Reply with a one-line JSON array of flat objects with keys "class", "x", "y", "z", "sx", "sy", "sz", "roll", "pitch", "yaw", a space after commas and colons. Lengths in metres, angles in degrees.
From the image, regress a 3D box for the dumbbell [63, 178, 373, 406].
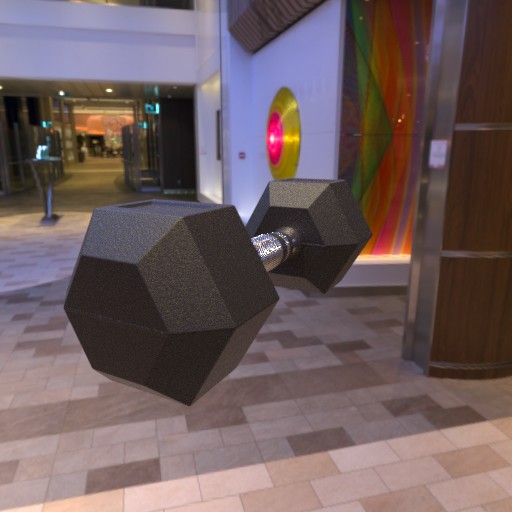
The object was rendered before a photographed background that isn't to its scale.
[{"class": "dumbbell", "x": 0.000, "y": 0.000, "z": 0.414, "sx": 0.141, "sy": 0.123, "sz": 0.356, "roll": 8, "pitch": 16, "yaw": 28}]
